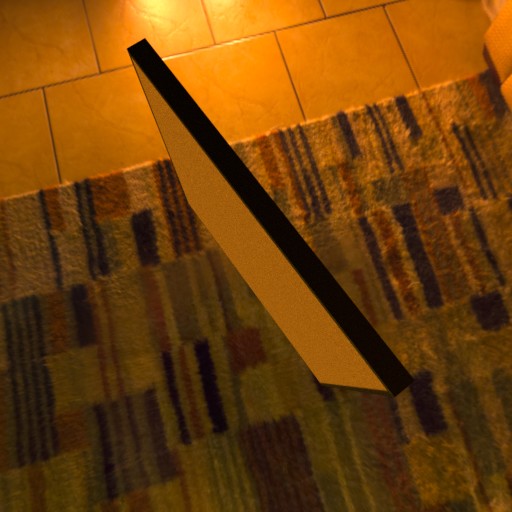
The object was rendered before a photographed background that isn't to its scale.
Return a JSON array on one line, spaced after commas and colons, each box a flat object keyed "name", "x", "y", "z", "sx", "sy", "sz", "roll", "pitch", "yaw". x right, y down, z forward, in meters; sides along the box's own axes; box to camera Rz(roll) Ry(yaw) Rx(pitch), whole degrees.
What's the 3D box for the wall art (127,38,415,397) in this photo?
[{"name": "wall art", "x": 0.000, "y": 0.000, "z": 0.748, "sx": 0.028, "sy": 0.511, "sz": 0.513, "roll": -35, "pitch": 78, "yaw": -9}]
